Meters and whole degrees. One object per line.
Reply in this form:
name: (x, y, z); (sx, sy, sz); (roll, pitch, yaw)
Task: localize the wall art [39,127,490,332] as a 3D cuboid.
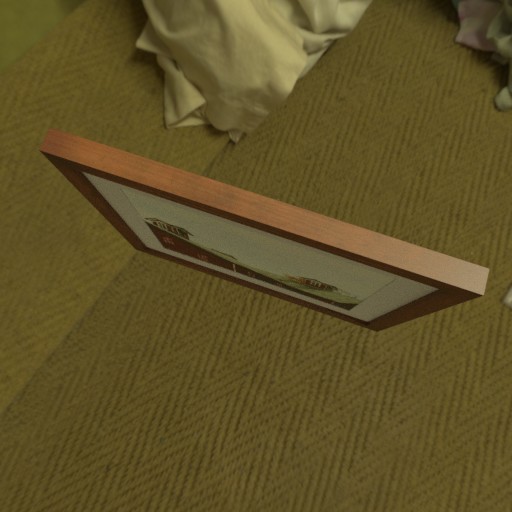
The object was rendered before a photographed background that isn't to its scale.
wall art: (0.000, 0.000, 0.751); (0.558, 0.457, 0.033); (18, 76, 5)
